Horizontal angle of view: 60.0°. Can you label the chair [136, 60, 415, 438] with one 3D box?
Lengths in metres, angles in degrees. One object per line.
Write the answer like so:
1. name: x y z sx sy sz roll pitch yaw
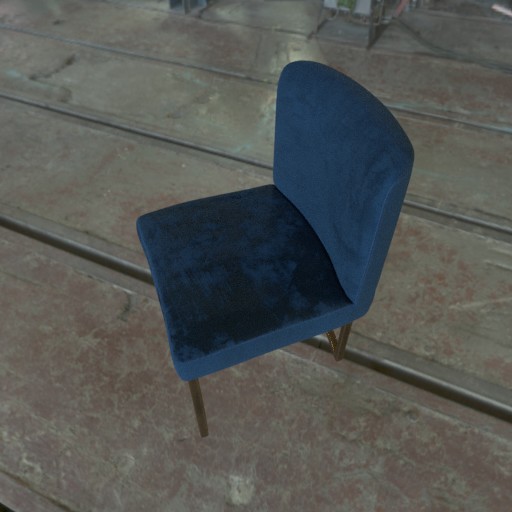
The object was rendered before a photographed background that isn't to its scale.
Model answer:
1. chair: 0.000 0.000 1.179 0.560 0.824 0.530 -15 49 -14
